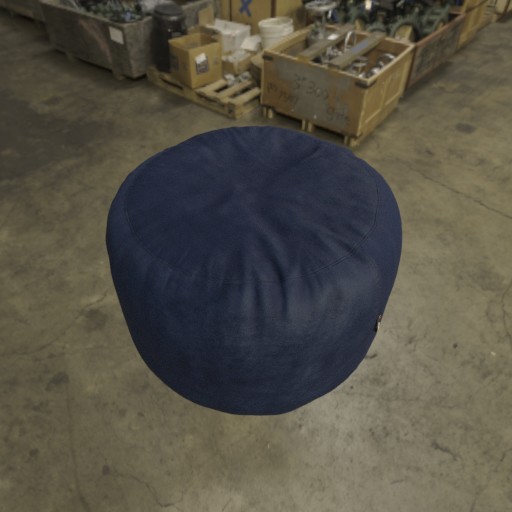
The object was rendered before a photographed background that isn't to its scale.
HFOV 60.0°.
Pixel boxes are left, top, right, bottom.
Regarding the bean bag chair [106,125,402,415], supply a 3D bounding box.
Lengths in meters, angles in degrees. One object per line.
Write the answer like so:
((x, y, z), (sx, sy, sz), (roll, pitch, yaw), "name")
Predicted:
((0.000, 0.000, 1.968), (1.219, 0.762, 1.219), (0, 44, 0), "bean bag chair")
